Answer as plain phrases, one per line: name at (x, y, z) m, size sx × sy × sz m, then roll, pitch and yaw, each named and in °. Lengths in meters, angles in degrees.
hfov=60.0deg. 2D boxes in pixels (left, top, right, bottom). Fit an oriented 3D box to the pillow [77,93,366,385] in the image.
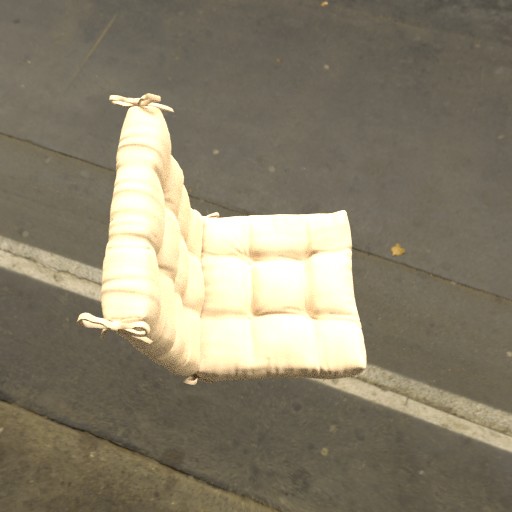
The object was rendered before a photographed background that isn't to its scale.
pillow at (0.000, 0.000, 1.037) m, size 0.571 × 0.605 × 0.519 m, roll -1°, pitch 66°, yaw -1°
